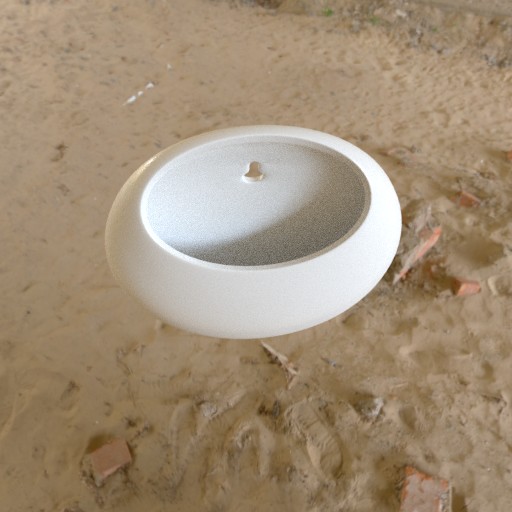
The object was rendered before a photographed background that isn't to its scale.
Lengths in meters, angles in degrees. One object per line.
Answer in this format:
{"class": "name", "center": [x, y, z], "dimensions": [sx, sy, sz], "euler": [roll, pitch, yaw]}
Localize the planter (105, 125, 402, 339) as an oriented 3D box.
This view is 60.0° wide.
{"class": "planter", "center": [0.000, 0.000, 0.284], "dimensions": [0.185, 0.188, 0.043], "euler": [-4, 48, -3]}
